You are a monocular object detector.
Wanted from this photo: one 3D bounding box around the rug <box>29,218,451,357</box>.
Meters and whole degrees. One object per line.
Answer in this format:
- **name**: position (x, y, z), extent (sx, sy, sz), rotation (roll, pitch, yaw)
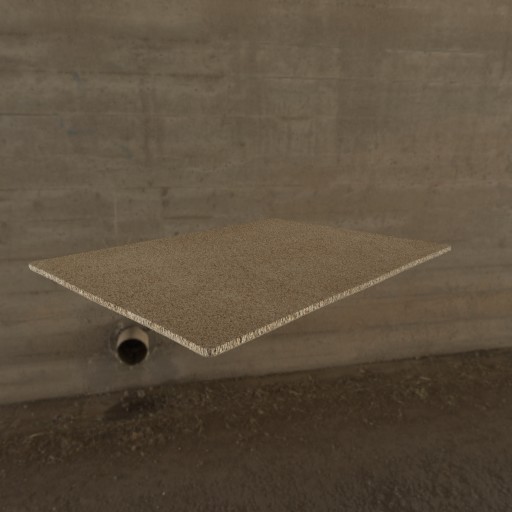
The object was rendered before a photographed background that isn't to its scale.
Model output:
- **rug**: position (0.000, 0.000, 2.062), extent (1.199, 0.025, 1.600), rotation (13, 20, 42)
